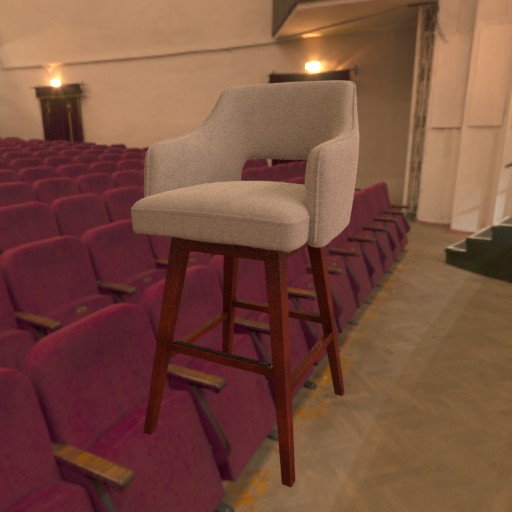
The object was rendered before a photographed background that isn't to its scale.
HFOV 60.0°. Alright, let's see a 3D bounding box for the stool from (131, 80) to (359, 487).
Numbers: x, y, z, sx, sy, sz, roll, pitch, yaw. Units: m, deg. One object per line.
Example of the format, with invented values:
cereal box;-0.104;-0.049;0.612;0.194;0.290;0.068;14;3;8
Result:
stool;0.000;0.000;1.311;0.548;1.012;0.558;8;17;26
